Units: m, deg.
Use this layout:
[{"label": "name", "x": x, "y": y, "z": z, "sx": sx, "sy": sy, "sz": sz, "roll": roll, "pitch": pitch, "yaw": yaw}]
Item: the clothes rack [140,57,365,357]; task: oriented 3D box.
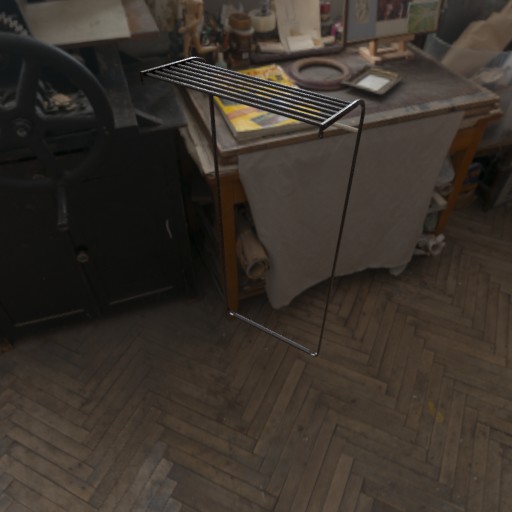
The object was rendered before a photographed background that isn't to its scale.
[{"label": "clothes rack", "x": 0.000, "y": 0.000, "z": 1.887, "sx": 0.609, "sy": 1.574, "sz": 0.349, "roll": 23, "pitch": 50, "yaw": 21}]
